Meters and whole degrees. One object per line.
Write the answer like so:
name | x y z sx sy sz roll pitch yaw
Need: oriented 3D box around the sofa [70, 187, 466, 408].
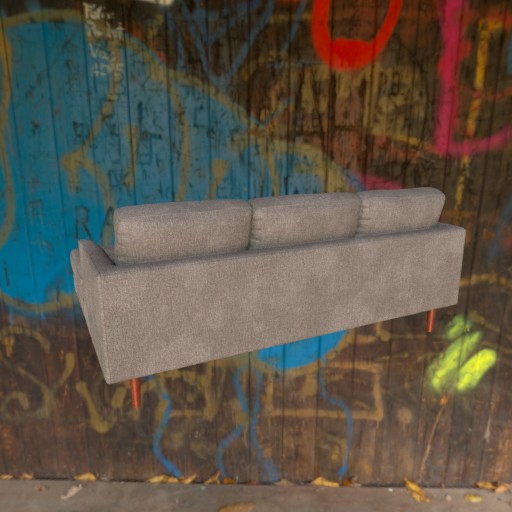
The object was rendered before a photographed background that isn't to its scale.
sofa | 0.000 0.000 3.001 2.233 0.956 1.504 -7 16 -26
